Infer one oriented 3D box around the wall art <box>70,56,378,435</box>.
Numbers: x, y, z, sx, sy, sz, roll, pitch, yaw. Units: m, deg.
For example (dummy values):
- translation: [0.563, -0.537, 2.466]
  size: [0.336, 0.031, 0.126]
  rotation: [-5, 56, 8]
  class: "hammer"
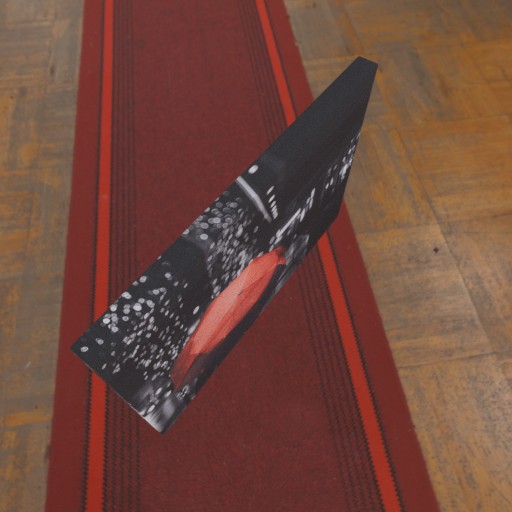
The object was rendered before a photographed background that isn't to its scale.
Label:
- translation: [0.000, 0.000, 0.756]
  size: [0.037, 0.406, 0.609]
  rotation: [32, 64, 18]
  class: "wall art"
